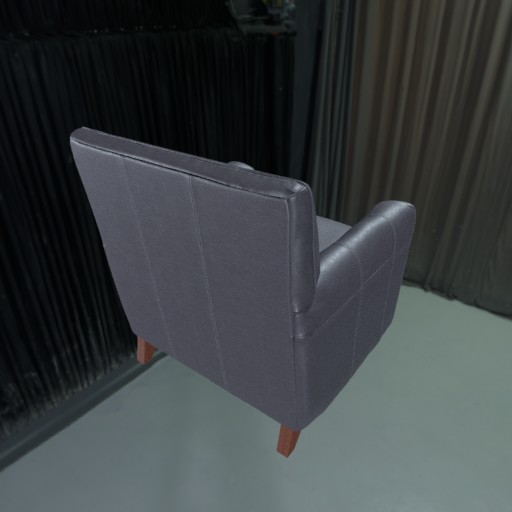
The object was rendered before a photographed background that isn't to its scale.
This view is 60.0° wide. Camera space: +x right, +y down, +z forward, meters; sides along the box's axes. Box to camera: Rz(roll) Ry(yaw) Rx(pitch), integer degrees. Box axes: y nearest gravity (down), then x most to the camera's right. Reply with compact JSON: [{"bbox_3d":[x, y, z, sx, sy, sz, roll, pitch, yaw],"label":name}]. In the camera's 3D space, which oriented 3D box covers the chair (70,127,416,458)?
[{"bbox_3d":[0.000,0.000,1.603,0.870,0.943,0.825,21,36,32],"label":"chair"}]
